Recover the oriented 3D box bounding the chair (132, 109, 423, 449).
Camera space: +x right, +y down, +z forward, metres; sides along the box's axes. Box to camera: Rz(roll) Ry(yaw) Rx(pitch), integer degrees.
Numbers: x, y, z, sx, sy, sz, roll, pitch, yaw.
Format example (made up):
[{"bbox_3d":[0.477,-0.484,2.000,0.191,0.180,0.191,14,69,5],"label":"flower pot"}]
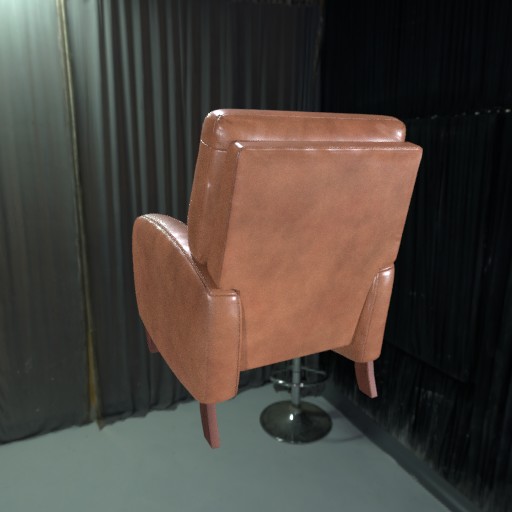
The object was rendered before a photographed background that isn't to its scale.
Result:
[{"bbox_3d":[0.000,0.000,1.677,0.762,0.990,0.990,-7,15,-26],"label":"chair"}]
